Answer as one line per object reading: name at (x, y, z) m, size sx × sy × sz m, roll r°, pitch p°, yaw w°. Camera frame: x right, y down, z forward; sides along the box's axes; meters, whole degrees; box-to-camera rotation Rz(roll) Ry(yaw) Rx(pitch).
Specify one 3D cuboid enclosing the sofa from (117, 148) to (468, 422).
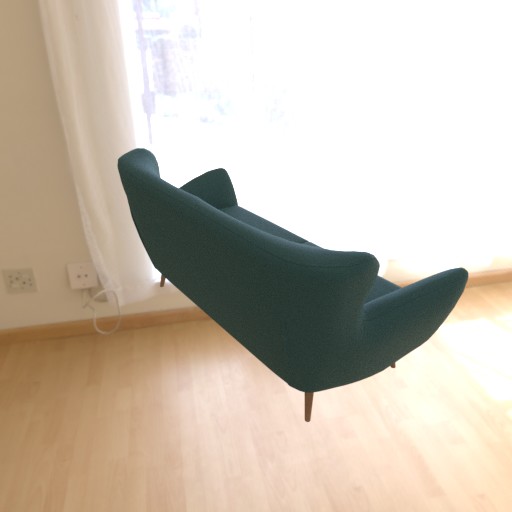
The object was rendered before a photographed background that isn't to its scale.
sofa at (0.000, 0.000, 2.401) m, size 0.889 × 0.890 × 1.930 m, roll -19°, pitch 33°, yaw -32°
